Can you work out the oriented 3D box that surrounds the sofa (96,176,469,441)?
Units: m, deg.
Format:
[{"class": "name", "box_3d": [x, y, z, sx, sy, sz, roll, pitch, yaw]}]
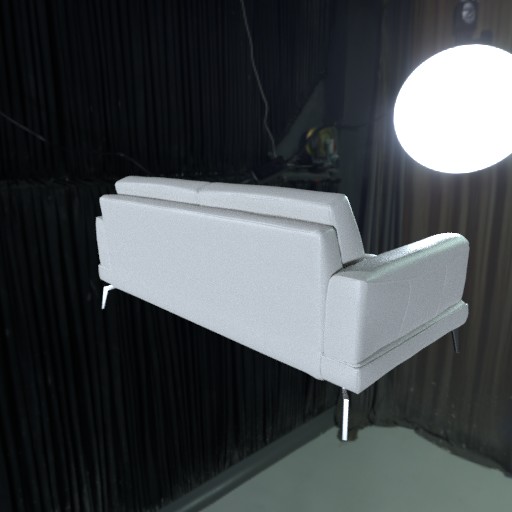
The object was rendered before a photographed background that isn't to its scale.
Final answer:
[{"class": "sofa", "box_3d": [0.000, 0.000, 2.695, 1.121, 0.930, 2.177, -13, 19, -43]}]
